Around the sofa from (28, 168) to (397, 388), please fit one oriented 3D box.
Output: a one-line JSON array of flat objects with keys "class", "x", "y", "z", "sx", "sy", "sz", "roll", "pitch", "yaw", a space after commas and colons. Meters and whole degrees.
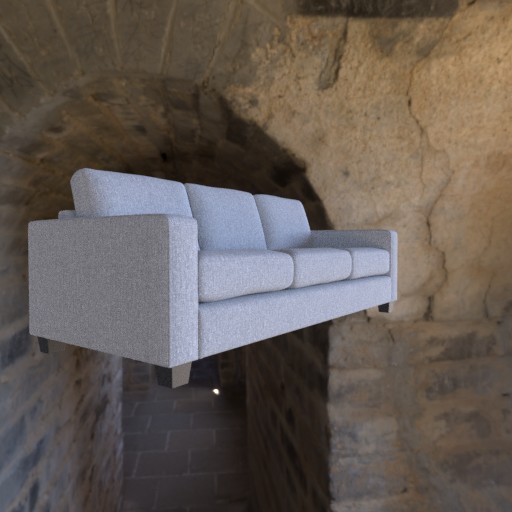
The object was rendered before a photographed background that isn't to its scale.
[{"class": "sofa", "x": 0.000, "y": 0.000, "z": 2.485, "sx": 0.900, "sy": 0.800, "sz": 2.120, "roll": 1, "pitch": 2, "yaw": 37}]
